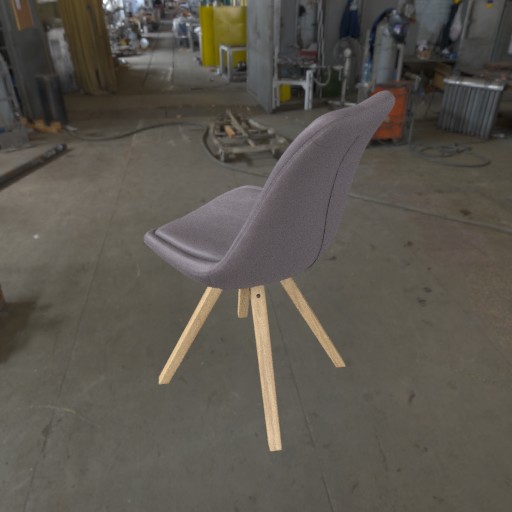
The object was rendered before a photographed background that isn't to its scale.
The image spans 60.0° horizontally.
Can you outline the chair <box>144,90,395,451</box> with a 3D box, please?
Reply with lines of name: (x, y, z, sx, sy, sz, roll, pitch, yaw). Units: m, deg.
chair: (0.000, 0.000, 1.191, 0.547, 0.865, 0.483, 21, 37, 30)
